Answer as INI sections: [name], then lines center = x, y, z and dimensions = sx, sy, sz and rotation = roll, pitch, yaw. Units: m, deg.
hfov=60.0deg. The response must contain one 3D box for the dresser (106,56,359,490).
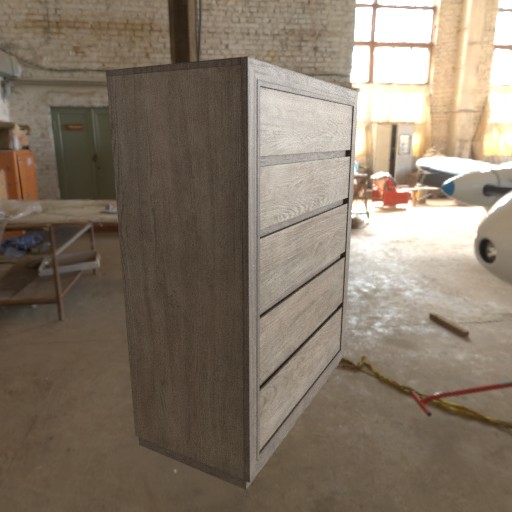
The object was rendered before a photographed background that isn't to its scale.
[dresser]
center = 0.000, 0.000, 1.769
dimensions = 0.483, 1.295, 0.967
rotation = 8, 17, 28
